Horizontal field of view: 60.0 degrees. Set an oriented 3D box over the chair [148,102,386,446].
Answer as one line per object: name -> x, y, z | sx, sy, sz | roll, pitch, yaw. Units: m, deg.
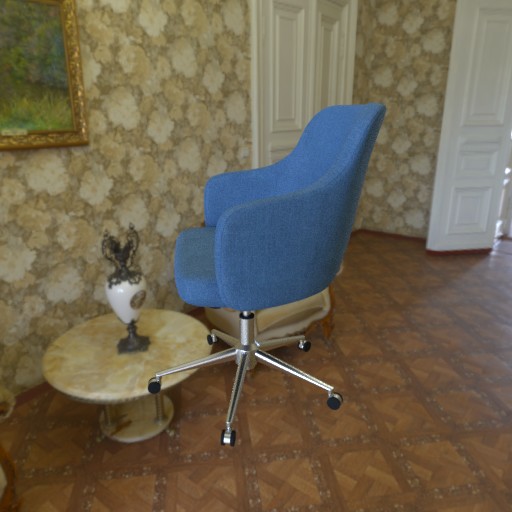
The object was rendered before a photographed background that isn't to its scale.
chair -> 0.000, 0.000, 1.260 | 0.655, 0.820, 0.599 | -3, 18, -8
